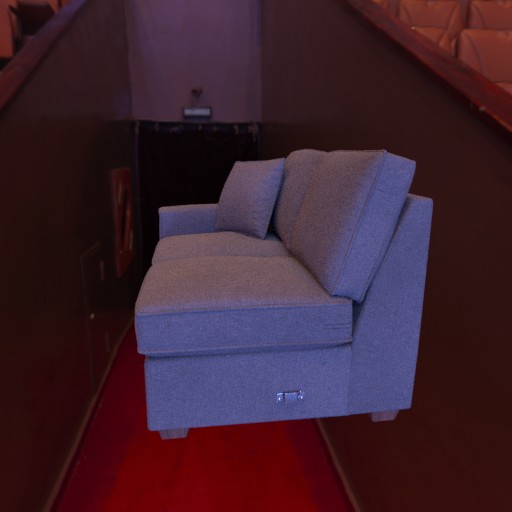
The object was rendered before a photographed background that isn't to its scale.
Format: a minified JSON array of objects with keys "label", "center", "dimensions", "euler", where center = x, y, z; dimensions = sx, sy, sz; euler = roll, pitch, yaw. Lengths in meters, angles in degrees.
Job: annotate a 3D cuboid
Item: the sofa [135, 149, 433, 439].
[{"label":"sofa","center":[0.000,0.000,2.097],"dimensions":[0.991,0.989,1.388],"euler":[-2,14,-8]}]
